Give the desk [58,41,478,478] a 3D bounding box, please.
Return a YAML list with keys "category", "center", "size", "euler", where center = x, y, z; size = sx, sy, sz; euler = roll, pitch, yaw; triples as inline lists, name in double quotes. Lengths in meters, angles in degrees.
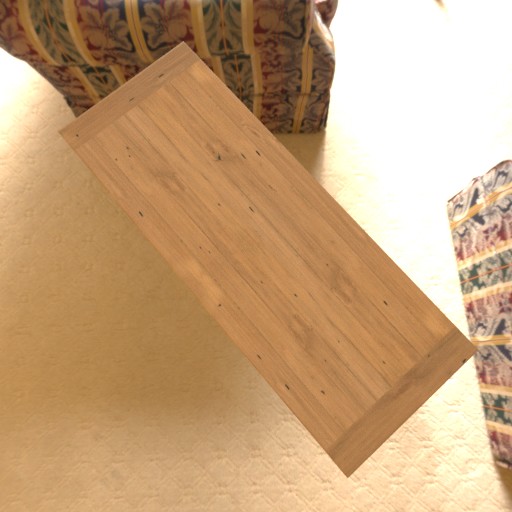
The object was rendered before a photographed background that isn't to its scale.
- category: "desk"
  center: [0.000, 0.000, 2.166]
  size: [0.688, 0.762, 1.803]
  euler: [-40, 80, -9]
